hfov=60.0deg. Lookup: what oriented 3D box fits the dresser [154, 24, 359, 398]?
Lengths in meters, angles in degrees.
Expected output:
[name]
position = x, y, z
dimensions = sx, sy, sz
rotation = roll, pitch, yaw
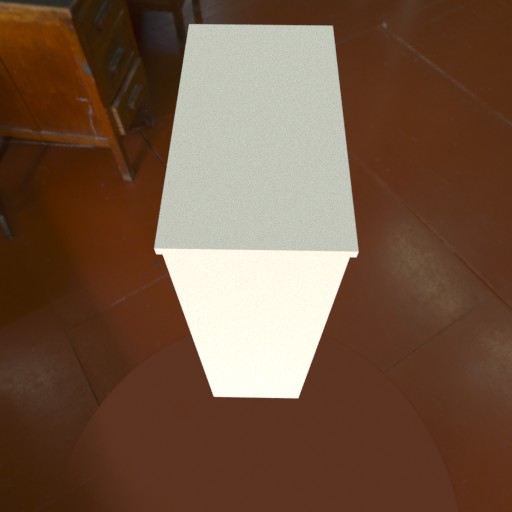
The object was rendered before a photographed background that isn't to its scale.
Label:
[dresser]
position = 0.000, 0.000, 1.553
dimensions = 0.399, 1.255, 0.704
rotation = 1, 60, 1
